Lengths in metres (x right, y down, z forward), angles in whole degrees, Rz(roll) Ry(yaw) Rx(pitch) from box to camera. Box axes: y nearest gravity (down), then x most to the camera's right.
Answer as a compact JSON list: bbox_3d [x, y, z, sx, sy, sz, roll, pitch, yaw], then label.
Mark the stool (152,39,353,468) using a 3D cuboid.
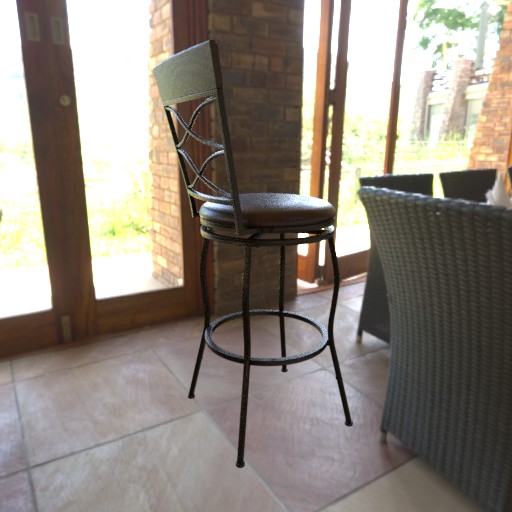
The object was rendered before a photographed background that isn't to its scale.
[{"bbox_3d":[0.000,0.000,1.401,0.513,1.130,0.448,-8,16,-27],"label":"stool"}]
